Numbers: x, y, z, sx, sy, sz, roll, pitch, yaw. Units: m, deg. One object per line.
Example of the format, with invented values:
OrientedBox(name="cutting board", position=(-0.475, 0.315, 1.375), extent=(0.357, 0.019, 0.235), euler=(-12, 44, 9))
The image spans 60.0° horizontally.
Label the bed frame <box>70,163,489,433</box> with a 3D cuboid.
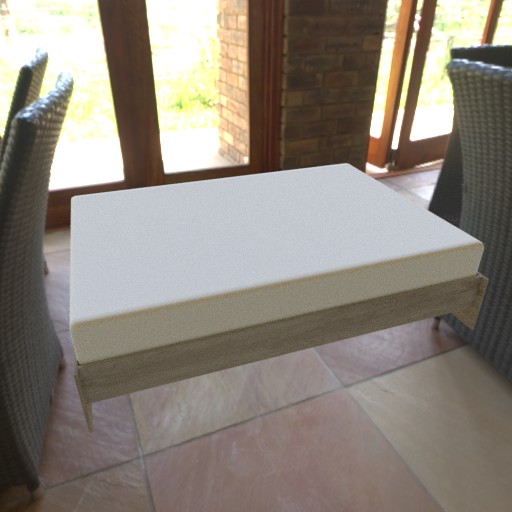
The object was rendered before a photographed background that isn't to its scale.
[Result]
OrientedBox(name="bed frame", position=(0.000, 0.000, 2.544), extent=(1.945, 0.497, 1.445), euler=(-10, 31, -17))
